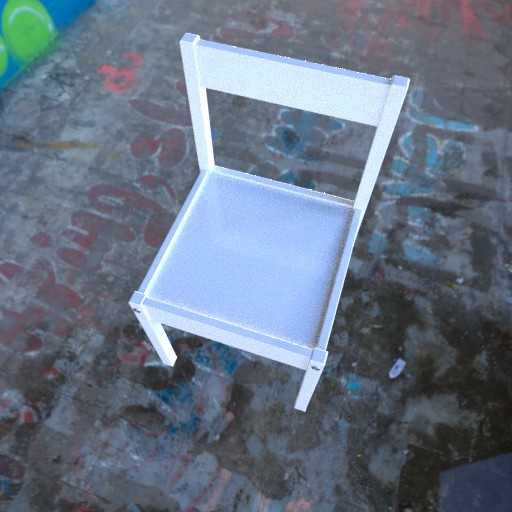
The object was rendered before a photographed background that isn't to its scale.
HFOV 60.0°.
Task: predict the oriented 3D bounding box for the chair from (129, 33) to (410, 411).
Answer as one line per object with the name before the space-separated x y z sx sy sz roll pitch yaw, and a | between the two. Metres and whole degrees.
chair | 0.000 0.000 0.684 0.285 0.505 0.285 16 60 9
